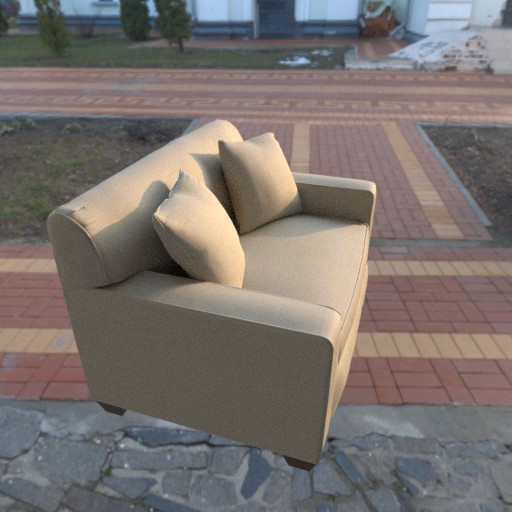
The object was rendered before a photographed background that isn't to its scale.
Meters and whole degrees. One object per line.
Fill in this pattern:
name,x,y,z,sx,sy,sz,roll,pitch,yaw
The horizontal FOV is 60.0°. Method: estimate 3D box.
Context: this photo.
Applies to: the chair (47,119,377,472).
chair,0.000,0.000,2.037,1.000,0.948,1.383,9,31,16
